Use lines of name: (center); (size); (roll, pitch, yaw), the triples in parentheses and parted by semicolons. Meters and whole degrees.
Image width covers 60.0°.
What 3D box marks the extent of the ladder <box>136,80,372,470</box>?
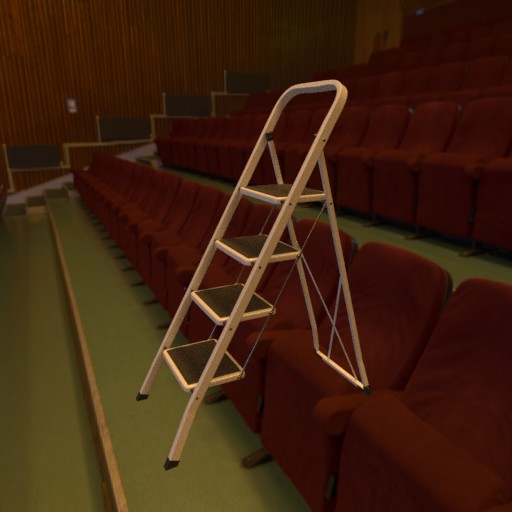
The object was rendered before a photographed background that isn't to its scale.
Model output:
ladder: (0.000, 0.000, 1.703); (0.914, 1.265, 0.460); (-8, 19, -26)
